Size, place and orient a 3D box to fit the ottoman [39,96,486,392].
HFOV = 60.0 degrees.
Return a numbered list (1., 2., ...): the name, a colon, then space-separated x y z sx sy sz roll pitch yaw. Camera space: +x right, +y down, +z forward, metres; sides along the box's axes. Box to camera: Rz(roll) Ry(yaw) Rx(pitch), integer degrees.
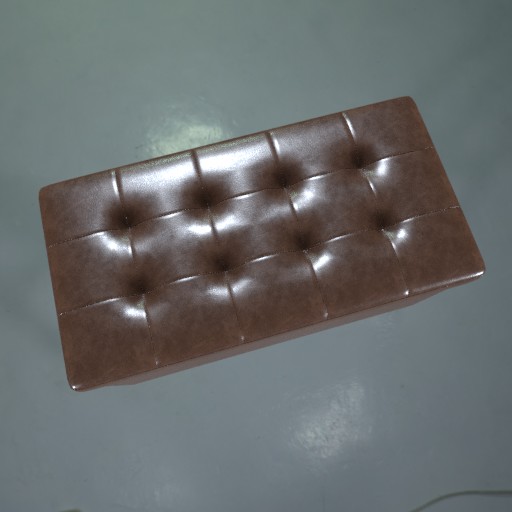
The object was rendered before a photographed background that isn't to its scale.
1. ottoman: 0.000 0.000 1.093 0.838 0.470 0.432 -15 75 -4
